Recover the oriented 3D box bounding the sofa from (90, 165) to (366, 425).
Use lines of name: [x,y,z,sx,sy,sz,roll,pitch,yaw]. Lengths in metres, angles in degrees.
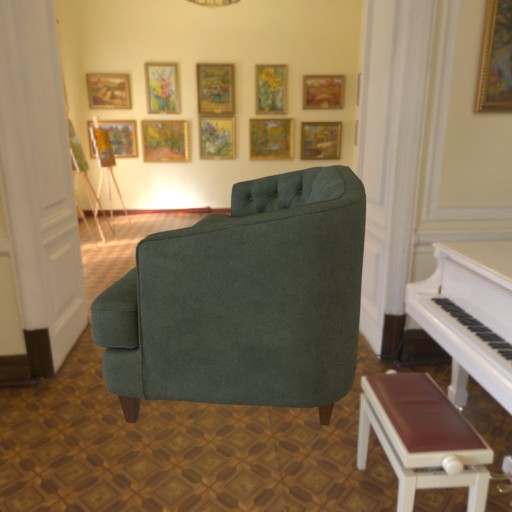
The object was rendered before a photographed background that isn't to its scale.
sofa: [0.000,0.000,2.236,0.941,0.855,1.733,2,16,8]
